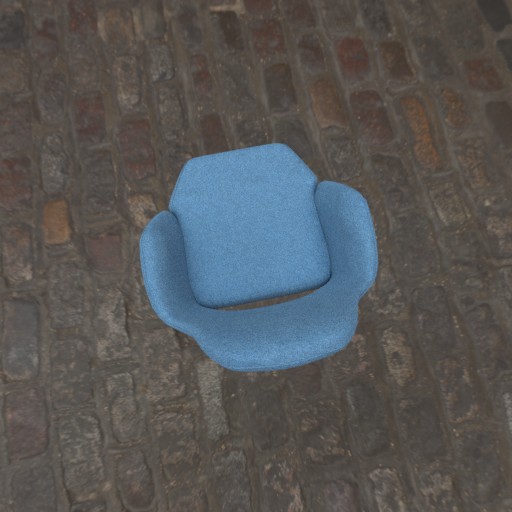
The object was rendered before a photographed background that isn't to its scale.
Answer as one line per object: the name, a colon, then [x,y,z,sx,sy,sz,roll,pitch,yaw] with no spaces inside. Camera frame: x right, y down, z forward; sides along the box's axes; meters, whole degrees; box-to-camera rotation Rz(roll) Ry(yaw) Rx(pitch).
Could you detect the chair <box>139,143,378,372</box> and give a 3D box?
chair: [0.000,0.000,1.326,0.589,0.920,0.666,-11,76,-3]
